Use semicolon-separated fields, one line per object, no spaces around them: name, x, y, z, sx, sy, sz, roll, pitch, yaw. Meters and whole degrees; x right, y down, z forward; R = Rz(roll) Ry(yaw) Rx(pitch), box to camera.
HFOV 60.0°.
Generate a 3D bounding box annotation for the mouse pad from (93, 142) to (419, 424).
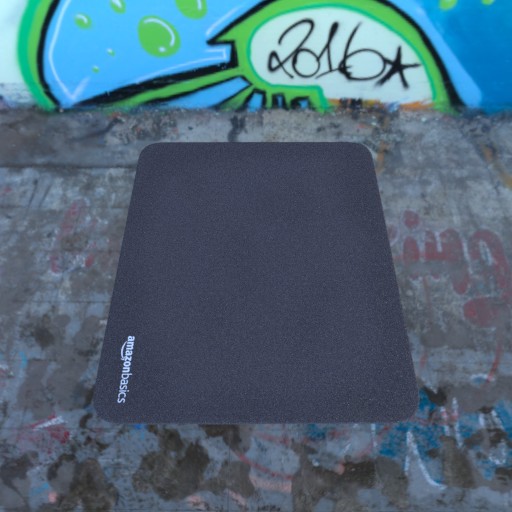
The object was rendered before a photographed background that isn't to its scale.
mouse pad;0.000;0.000;0.344;0.211;0.002;0.249;0;58;0
